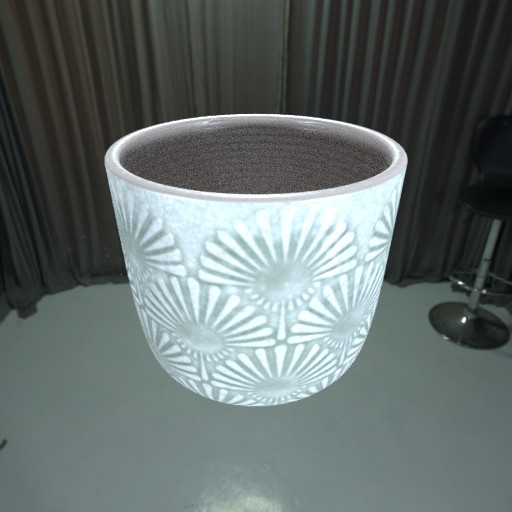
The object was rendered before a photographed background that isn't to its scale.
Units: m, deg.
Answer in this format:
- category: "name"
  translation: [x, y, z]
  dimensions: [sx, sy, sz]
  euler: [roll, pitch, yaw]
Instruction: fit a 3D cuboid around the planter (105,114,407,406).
- category: "planter"
  translation: [0.000, 0.000, 0.215]
  dimensions: [0.124, 0.109, 0.124]
  euler: [0, 29, 0]
